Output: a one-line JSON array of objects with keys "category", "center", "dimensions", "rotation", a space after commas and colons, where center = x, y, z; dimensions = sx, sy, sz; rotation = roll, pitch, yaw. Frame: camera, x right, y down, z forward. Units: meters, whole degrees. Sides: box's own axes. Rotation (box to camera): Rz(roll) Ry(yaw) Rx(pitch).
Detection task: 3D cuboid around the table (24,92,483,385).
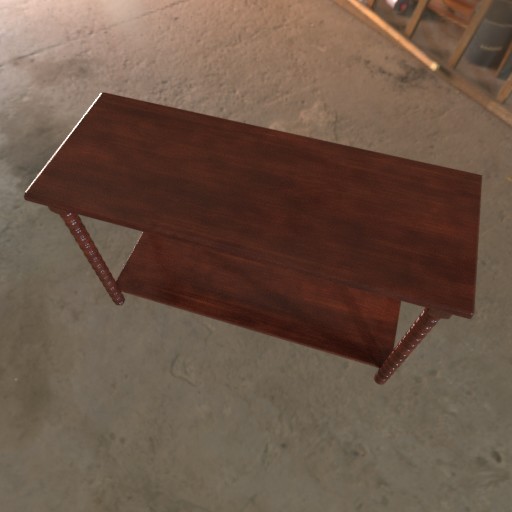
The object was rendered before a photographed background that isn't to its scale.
[{"category": "table", "center": [0.000, 0.000, 1.525], "dimensions": [1.184, 0.740, 0.459], "rotation": [15, 59, 9]}]
